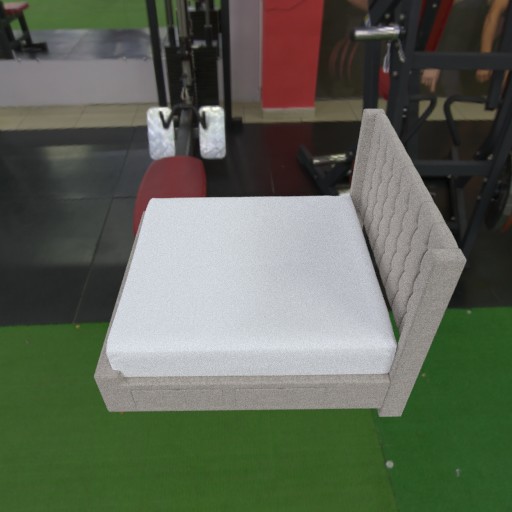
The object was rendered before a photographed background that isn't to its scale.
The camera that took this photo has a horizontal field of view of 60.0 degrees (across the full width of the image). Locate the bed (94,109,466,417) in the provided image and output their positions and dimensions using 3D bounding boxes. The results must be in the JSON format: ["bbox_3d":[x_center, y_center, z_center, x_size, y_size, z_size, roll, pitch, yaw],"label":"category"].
[{"bbox_3d":[0.000,0.000,3.798,2.372,1.748,2.044,-1,41,-1],"label":"bed"}]
